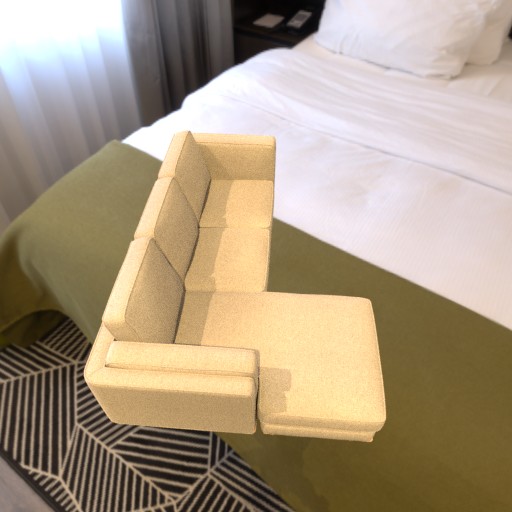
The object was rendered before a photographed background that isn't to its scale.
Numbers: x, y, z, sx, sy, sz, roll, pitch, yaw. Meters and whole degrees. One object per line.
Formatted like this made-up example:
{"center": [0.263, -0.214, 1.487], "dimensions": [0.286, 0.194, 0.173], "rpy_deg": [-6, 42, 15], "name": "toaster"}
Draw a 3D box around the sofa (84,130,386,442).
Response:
{"center": [0.000, 0.000, 3.195], "dimensions": [1.604, 0.929, 2.411], "rpy_deg": [3, 46, 3], "name": "sofa"}
